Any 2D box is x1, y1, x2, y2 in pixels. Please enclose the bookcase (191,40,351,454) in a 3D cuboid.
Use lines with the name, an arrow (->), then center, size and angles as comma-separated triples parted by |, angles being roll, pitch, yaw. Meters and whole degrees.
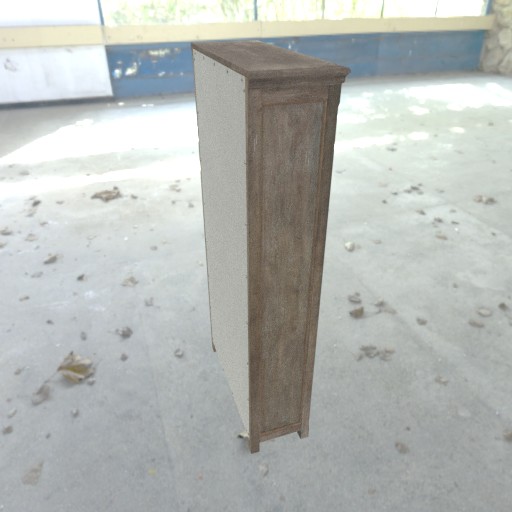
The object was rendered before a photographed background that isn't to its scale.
bookcase -> 0.000, 0.000, 2.236 | 0.348, 1.880, 0.906 | -10, 33, -16
